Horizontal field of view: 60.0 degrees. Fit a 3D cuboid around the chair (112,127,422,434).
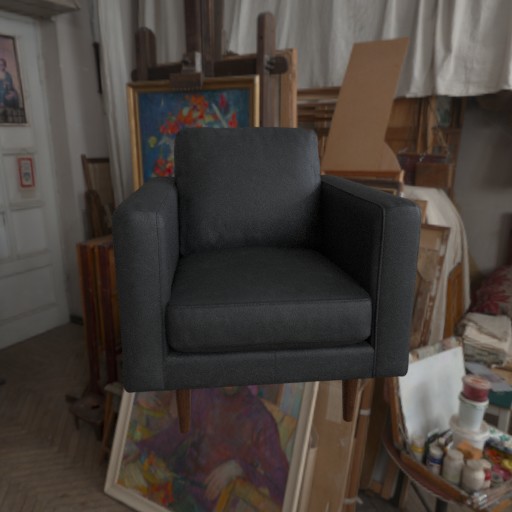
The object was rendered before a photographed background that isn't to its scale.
[{"bbox_3d":[0.000,0.000,1.583,0.831,0.898,0.879,-2,15,-6],"label":"chair"}]
